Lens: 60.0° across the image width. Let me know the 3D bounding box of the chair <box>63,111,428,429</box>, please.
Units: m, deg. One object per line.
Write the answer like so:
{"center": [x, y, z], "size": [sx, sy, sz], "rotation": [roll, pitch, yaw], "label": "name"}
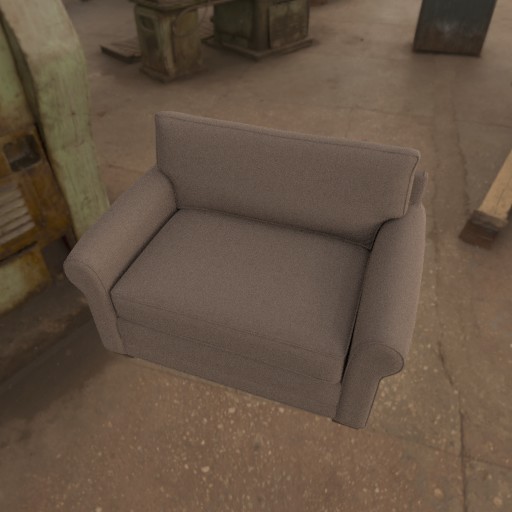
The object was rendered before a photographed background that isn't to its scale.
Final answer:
{"center": [0.000, 0.000, 1.994], "size": [1.390, 0.930, 0.930], "rotation": [13, 43, 14], "label": "chair"}
